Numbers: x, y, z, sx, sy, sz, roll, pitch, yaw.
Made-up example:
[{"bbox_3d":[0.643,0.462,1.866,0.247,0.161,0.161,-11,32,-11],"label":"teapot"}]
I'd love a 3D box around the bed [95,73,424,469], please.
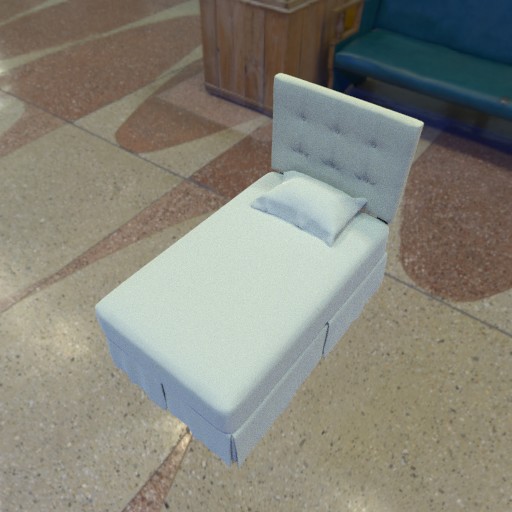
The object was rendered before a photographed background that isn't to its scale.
[{"bbox_3d":[0.000,0.000,3.047,1.261,1.571,1.997,30,54,25],"label":"bed"}]
